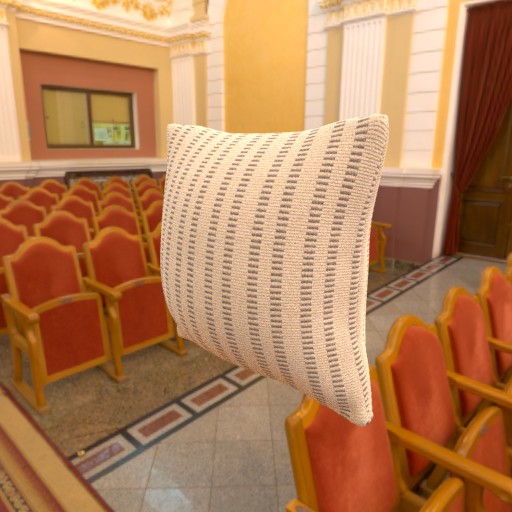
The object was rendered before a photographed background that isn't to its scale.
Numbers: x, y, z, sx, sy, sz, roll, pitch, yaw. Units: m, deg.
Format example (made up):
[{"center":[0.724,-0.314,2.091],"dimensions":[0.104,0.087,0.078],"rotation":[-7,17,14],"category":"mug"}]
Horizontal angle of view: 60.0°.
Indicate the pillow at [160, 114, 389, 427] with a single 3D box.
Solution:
[{"center":[0.000,0.000,0.710],"dimensions":[0.438,0.419,0.247],"rotation":[14,20,42],"category":"pillow"}]
